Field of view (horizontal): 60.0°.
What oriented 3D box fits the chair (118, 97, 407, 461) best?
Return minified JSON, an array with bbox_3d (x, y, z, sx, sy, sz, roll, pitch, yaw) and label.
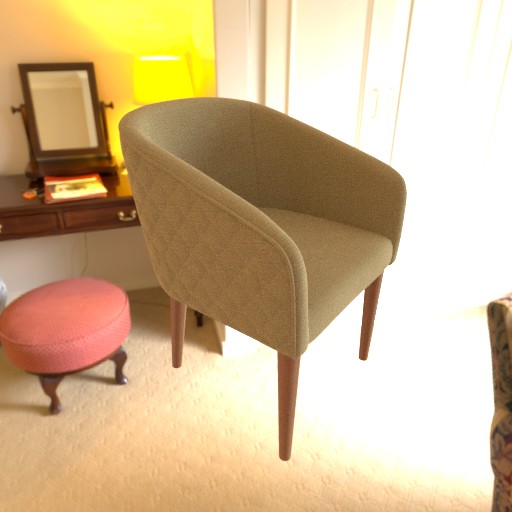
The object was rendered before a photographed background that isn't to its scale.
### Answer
[{"bbox_3d":[0.000,0.000,1.222,0.616,0.775,0.584,18,32,32],"label":"chair"}]
